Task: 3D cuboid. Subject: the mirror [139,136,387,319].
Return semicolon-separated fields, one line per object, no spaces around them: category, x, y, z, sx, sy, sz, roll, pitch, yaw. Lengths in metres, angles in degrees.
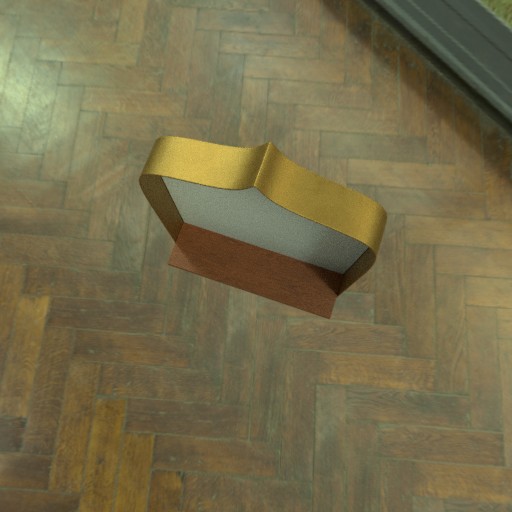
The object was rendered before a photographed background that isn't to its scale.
mirror;0.000;0.000;0.743;0.323;0.613;0.096;18;77;4
